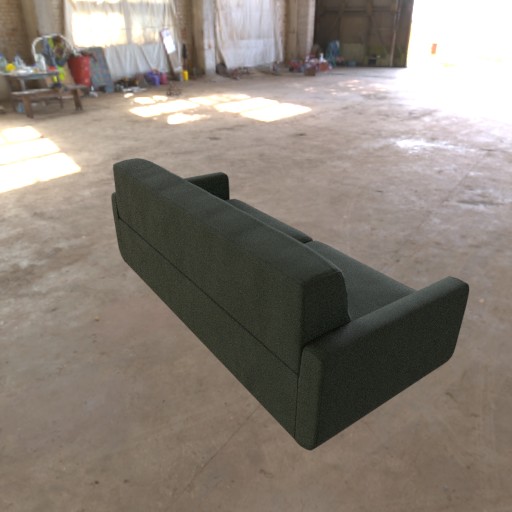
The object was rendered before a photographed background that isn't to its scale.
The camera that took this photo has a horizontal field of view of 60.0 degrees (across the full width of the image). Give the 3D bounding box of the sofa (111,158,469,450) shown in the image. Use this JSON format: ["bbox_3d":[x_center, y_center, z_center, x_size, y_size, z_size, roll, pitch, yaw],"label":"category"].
[{"bbox_3d":[0.000,0.000,2.469,0.909,0.841,2.029,-18,32,-31],"label":"sofa"}]
